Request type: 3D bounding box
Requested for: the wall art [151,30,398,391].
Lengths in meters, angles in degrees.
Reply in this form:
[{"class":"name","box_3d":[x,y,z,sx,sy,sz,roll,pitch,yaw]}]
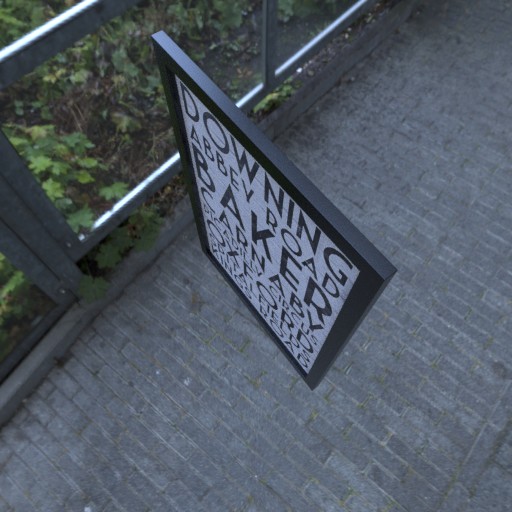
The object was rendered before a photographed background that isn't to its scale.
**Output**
[{"class":"wall art","box_3d":[0.000,0.000,0.829,0.019,0.656,0.462,-34,68,-15]}]
